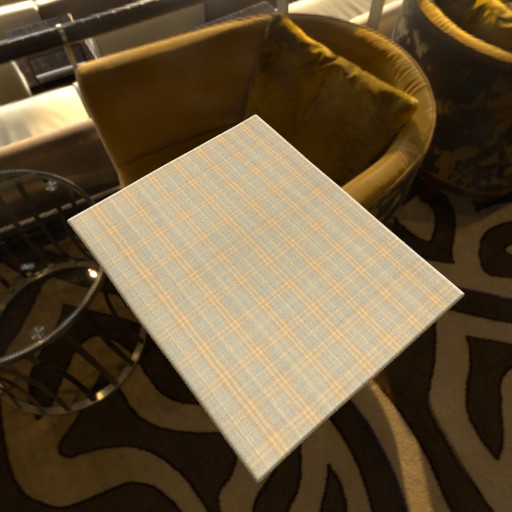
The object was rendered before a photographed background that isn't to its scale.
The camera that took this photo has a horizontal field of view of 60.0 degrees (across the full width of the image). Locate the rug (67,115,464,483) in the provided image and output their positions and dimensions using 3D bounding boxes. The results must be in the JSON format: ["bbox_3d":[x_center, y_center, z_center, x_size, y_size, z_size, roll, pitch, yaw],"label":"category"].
[{"bbox_3d":[0.000,0.000,4.281,2.462,0.030,3.066,-35,66,-19],"label":"rug"}]
